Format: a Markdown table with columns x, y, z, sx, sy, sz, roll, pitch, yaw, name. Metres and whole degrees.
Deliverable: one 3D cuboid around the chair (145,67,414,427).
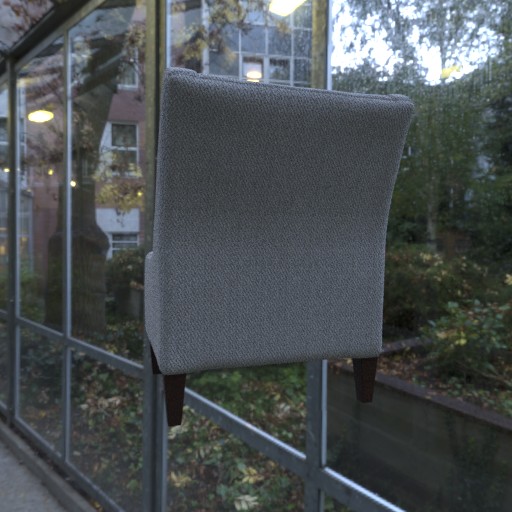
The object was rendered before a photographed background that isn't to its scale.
| x | y | z | sx | sy | sz | roll | pitch | yaw | name |
| --- | --- | --- | --- | --- | --- | --- | --- | --- | --- |
| 0.000 | 0.000 | 1.651 | 0.774 | 1.014 | 0.870 | 0 | 1 | -18 | chair |
